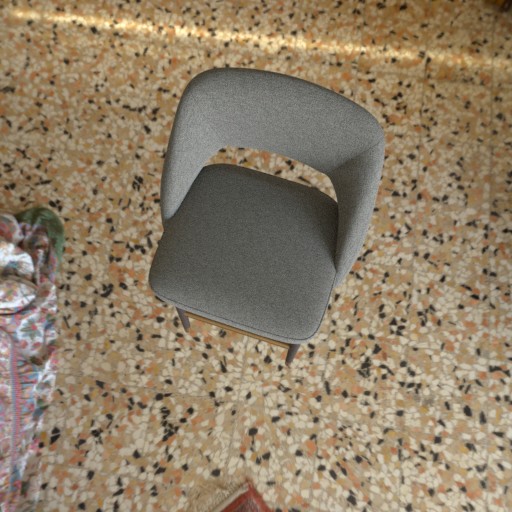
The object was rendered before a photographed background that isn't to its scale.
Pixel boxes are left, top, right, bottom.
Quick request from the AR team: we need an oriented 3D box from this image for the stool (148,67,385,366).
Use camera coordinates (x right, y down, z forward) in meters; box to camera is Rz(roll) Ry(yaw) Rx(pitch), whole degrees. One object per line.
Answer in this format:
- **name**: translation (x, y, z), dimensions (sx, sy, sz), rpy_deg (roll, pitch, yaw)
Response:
- **stool**: translation (0.000, 0.000, 1.385), dimensions (0.536, 1.089, 0.524), rpy_deg (17, 75, 5)
